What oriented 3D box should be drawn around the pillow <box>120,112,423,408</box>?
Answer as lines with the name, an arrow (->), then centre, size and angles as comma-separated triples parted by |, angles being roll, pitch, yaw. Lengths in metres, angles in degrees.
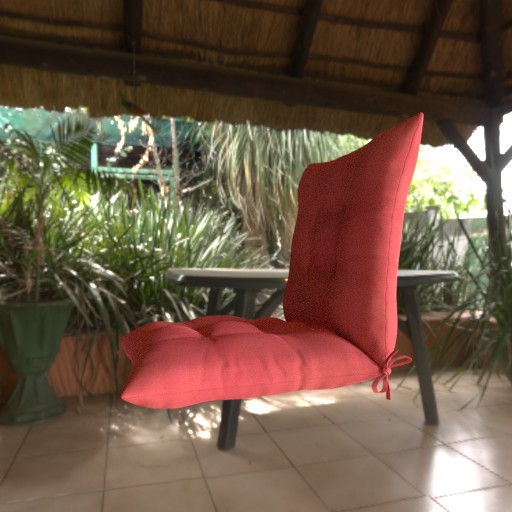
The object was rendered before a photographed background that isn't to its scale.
pillow -> 0.000, 0.000, 0.991 | 0.585, 0.536, 0.541 | 0, 0, -18
